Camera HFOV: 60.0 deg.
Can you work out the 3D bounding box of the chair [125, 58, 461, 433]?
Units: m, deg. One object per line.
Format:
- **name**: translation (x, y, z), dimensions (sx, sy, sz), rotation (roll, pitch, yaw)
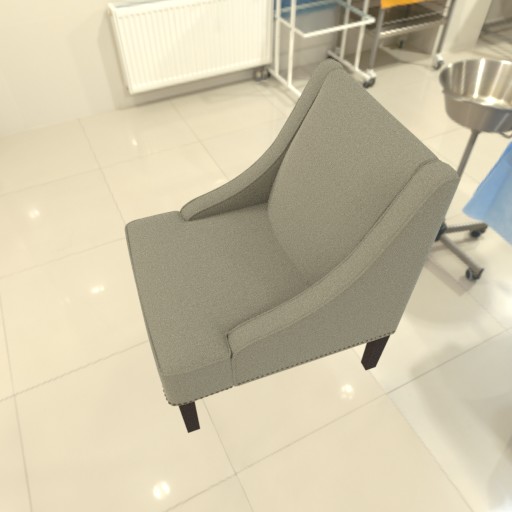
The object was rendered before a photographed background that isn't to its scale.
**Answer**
- **chair**: translation (0.000, 0.000, 1.361), dimensions (0.737, 0.864, 0.610), rotation (-15, 50, -13)
